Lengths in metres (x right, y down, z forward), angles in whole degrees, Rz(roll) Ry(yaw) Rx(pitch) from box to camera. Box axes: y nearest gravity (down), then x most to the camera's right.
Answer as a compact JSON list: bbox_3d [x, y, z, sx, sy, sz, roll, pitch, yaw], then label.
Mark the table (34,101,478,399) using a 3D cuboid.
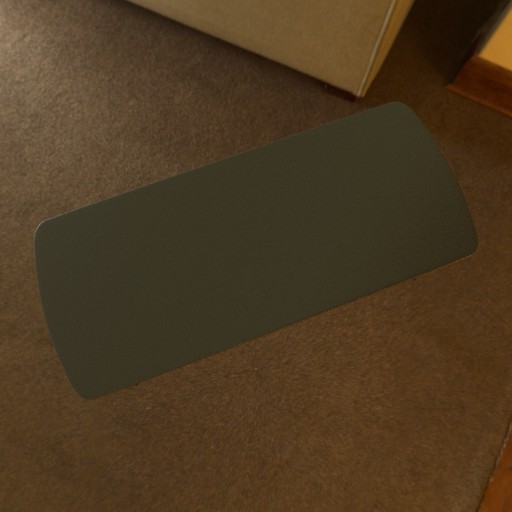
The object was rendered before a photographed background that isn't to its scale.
[{"bbox_3d":[0.000,0.000,1.579,1.333,0.457,0.571,-20,77,-5],"label":"table"}]
